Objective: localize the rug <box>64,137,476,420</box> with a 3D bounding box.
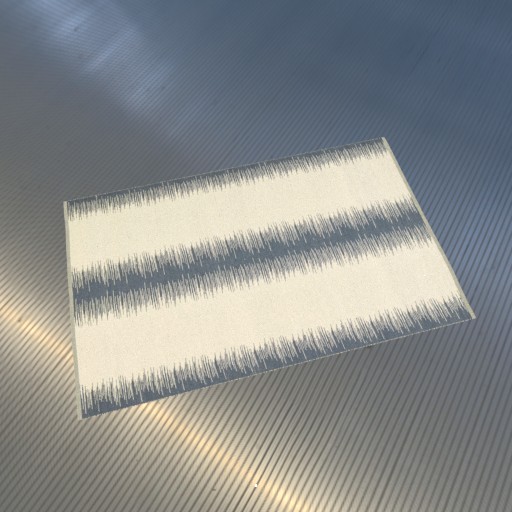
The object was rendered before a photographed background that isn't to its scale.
[{"bbox_3d":[0.000,0.000,2.957,2.453,0.003,1.519,-13,63,-7],"label":"rug"}]
